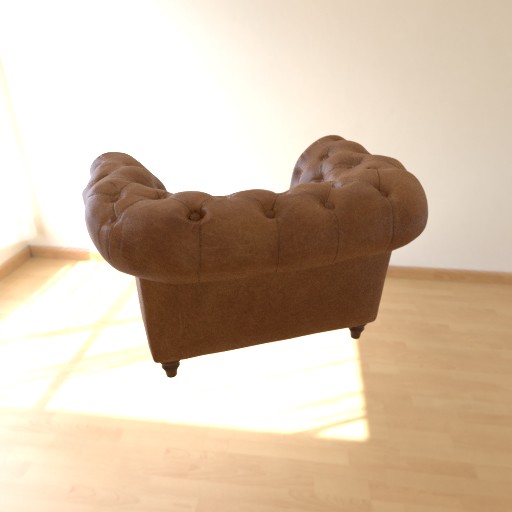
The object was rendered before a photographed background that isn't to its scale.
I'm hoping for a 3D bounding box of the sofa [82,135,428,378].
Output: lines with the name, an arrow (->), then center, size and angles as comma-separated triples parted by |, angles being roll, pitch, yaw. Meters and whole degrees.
sofa -> 0.000, 0.000, 2.029 | 1.405, 0.878, 1.033 | -8, 27, -16
